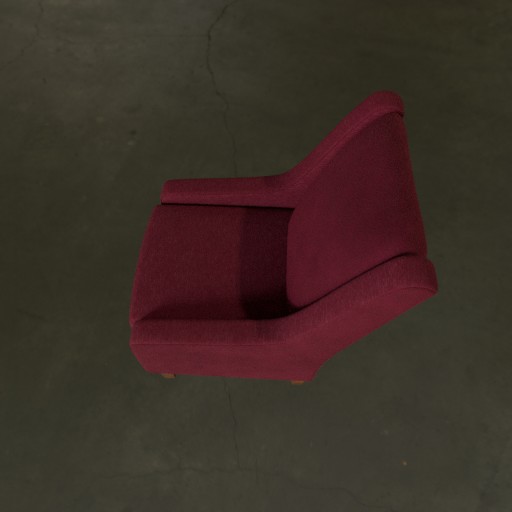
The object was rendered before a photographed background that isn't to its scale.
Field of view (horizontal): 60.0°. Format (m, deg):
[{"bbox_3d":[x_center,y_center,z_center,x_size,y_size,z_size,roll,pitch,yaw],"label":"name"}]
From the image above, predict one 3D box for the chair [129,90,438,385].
[{"bbox_3d":[0.000,0.000,1.758,0.985,1.017,0.793,2,58,2],"label":"chair"}]
